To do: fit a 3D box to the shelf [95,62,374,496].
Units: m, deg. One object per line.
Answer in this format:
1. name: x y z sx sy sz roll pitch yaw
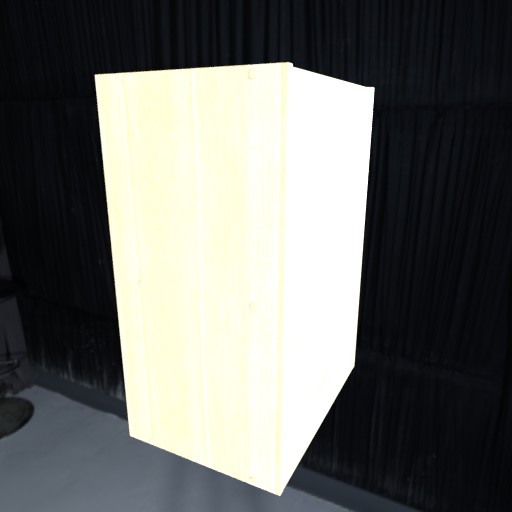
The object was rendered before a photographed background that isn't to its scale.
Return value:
1. shelf: 0.000 0.000 0.808 0.290 0.592 0.414 8 19 26
